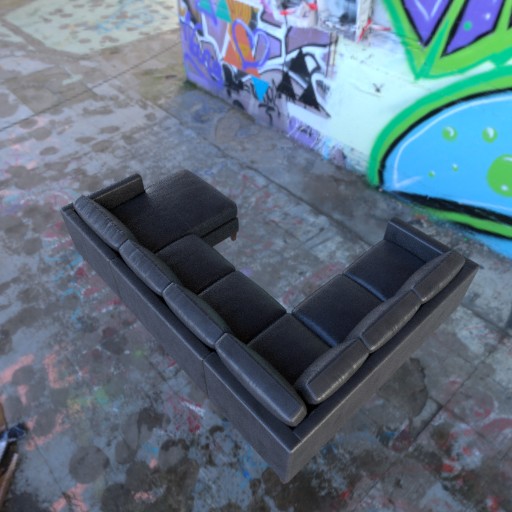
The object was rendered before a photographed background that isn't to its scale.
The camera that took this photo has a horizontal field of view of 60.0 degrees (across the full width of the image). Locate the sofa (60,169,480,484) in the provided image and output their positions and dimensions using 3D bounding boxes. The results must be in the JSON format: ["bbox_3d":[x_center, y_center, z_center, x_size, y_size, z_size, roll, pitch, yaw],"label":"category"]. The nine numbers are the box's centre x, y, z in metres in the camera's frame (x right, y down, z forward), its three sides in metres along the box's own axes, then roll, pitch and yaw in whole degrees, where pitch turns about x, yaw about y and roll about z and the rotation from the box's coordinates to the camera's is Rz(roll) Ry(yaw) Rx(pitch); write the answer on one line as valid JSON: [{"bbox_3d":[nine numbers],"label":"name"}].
[{"bbox_3d":[0.000,0.000,4.470,2.452,0.891,3.324,-33,54,-28],"label":"sofa"}]
